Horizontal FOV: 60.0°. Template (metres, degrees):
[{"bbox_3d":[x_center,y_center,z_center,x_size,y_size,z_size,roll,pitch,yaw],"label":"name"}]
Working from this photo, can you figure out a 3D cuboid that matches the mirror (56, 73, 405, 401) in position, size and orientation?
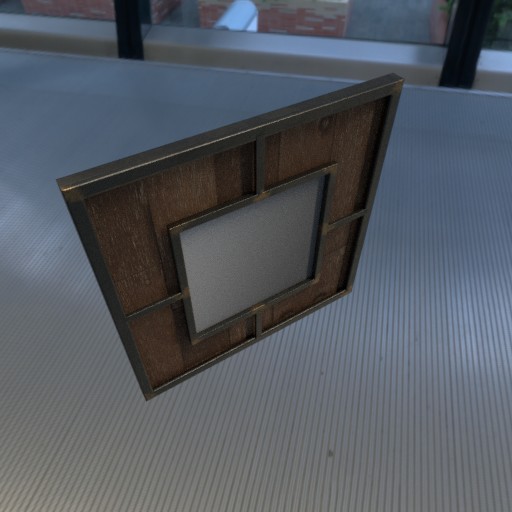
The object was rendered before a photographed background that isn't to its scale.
[{"bbox_3d":[0.000,0.000,0.571,0.382,0.381,0.020,-24,51,-21],"label":"mirror"}]
